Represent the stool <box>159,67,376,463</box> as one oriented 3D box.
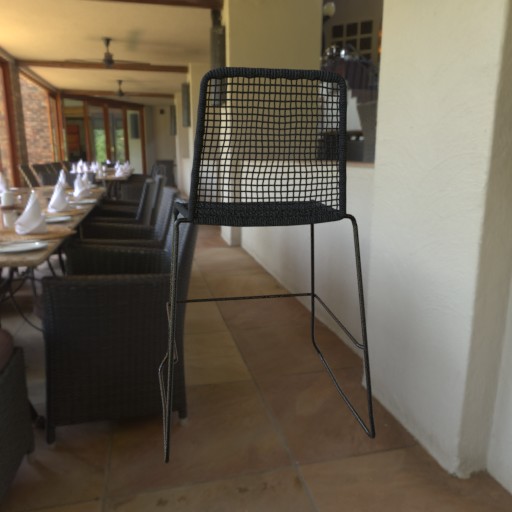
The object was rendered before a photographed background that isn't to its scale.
[{"bbox_3d":[0.000,0.000,1.246,0.590,0.905,0.509,-2,13,-10],"label":"stool"}]
